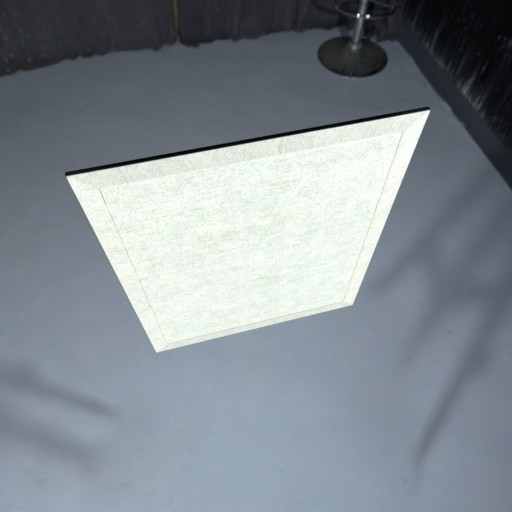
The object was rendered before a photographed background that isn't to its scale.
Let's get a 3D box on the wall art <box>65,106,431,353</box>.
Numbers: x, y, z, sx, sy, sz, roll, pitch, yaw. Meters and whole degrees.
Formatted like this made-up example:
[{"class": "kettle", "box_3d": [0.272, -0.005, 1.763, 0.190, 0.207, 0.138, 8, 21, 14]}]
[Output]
[{"class": "wall art", "box_3d": [0.000, 0.000, 0.644, 0.381, 0.457, 0.023, -12, 58, -8]}]
